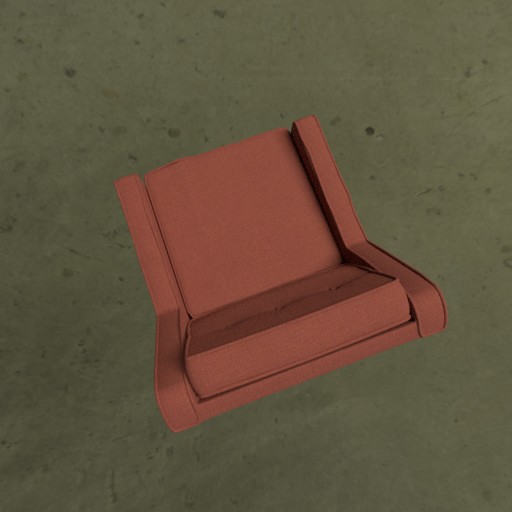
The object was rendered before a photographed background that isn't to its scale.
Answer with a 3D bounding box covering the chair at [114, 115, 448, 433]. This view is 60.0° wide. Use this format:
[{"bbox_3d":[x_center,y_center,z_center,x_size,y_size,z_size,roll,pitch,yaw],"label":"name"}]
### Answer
[{"bbox_3d":[0.000,0.000,1.383,0.680,0.812,0.770,-20,77,-5],"label":"chair"}]
